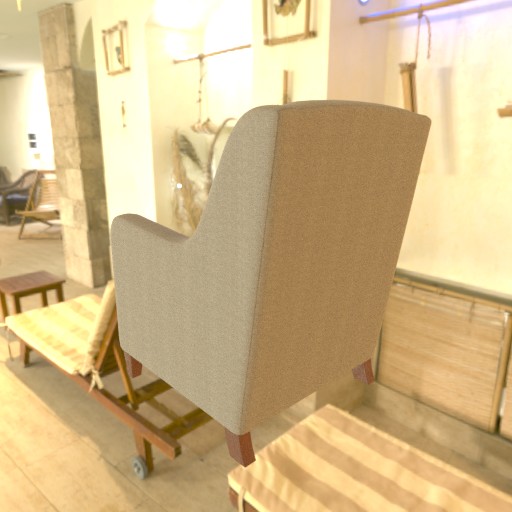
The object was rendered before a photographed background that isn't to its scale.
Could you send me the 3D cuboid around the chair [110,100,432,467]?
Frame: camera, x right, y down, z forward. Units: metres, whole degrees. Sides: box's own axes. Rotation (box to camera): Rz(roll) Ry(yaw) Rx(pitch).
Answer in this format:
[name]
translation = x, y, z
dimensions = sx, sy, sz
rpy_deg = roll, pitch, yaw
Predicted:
[chair]
translation = 0.000, 0.000, 1.595
dimensions = 0.715, 1.017, 0.890
rpy_deg = -14, 21, -42
